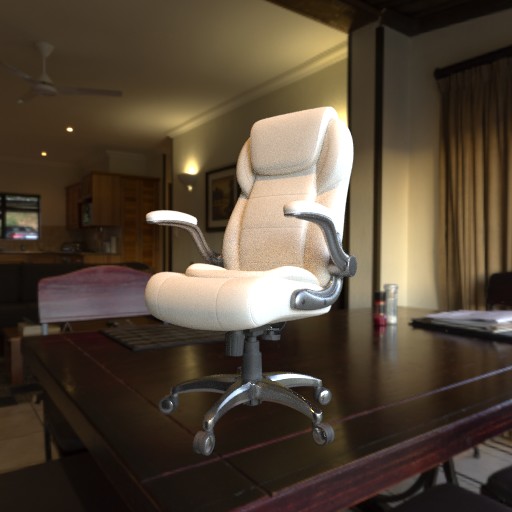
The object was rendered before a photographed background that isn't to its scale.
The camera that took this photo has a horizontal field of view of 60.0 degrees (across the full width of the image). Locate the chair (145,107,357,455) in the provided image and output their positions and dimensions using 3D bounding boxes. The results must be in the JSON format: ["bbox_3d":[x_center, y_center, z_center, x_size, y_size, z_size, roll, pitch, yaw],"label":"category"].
[{"bbox_3d":[0.000,0.000,1.817,0.755,1.330,0.806,1,1,36],"label":"chair"}]
